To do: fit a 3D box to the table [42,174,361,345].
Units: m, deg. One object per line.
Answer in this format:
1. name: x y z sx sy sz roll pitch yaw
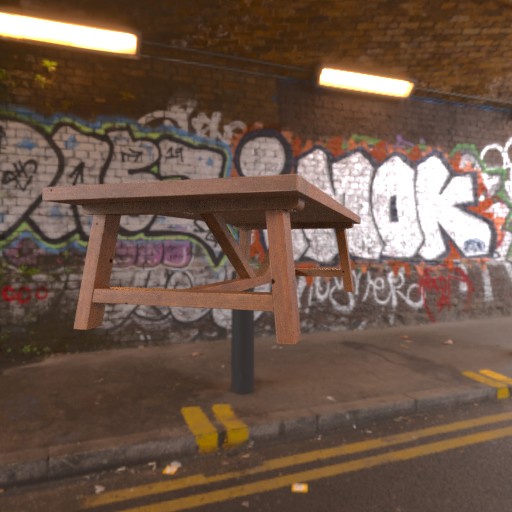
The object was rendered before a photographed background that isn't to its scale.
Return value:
1. table: 0.000 0.000 2.124 0.820 0.465 1.800 0 1 18
